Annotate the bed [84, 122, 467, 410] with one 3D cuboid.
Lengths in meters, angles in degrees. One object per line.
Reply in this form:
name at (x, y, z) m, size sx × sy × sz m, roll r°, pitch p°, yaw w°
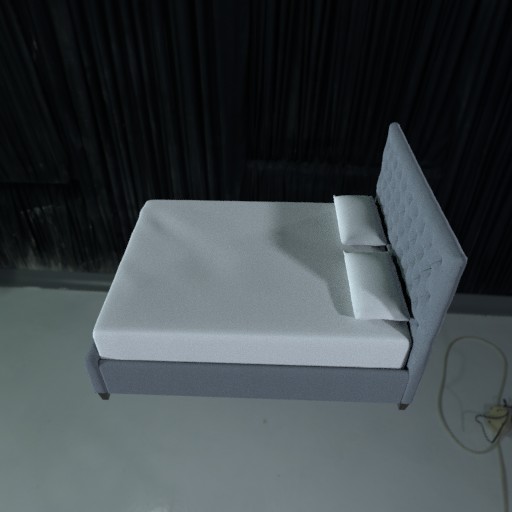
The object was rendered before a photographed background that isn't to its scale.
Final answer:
bed at (0.000, 0.000, 3.345) m, size 2.231 × 1.427 × 1.698 m, roll 1°, pitch 40°, yaw 2°
